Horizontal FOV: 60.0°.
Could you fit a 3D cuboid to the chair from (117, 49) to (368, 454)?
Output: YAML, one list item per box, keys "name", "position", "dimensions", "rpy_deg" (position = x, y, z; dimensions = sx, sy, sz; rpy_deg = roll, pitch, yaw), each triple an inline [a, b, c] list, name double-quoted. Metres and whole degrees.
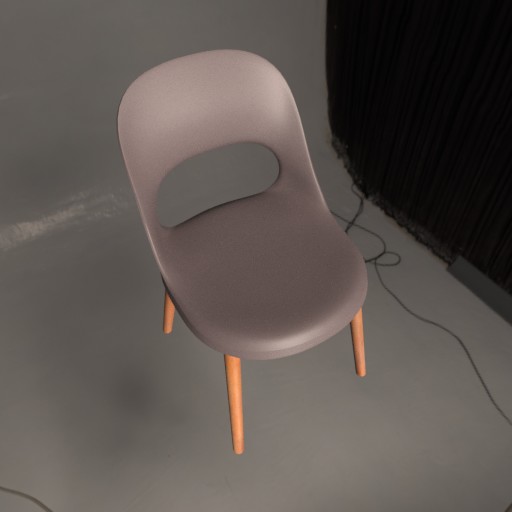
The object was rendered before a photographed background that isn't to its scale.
- name: "chair"
  position: [0.000, 0.000, 1.101]
  dimensions: [0.470, 0.794, 0.556]
  rpy_deg: [-24, 51, -21]
